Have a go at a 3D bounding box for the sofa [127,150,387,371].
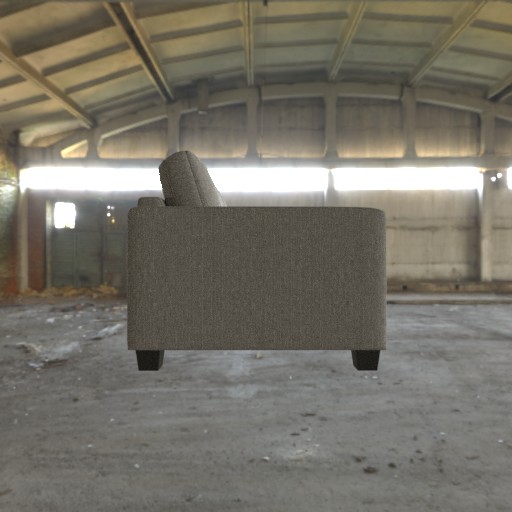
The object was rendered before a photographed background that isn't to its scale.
[{"bbox_3d":[0.000,0.000,2.553,0.900,0.800,2.120,0,0,0],"label":"sofa"}]
